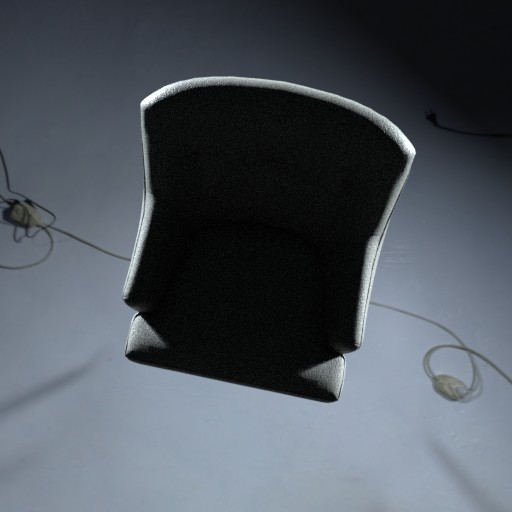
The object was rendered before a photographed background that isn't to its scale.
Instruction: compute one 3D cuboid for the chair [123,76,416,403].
[{"bbox_3d":[0.000,0.000,1.633,0.864,0.856,0.923,11,75,3],"label":"chair"}]
